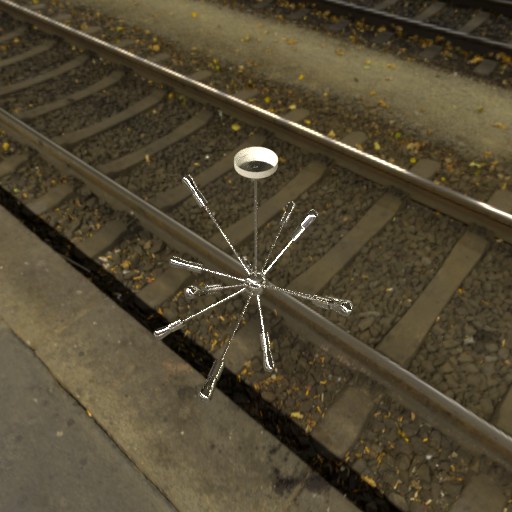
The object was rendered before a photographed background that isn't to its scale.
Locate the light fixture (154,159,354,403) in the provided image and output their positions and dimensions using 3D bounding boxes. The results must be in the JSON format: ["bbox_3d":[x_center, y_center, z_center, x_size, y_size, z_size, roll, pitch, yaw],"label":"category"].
[{"bbox_3d":[0.000,0.000,1.078,0.509,0.558,0.684,14,48,13],"label":"light fixture"}]
